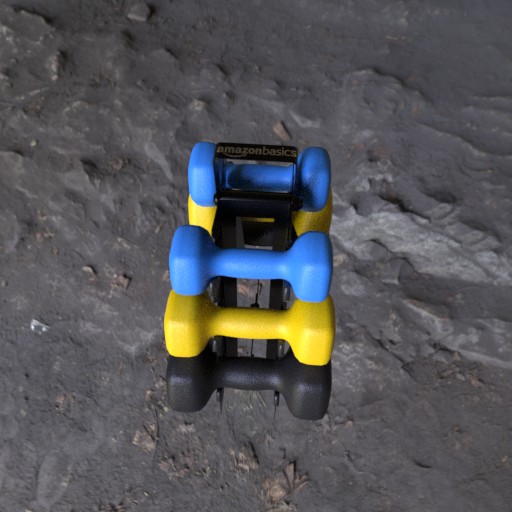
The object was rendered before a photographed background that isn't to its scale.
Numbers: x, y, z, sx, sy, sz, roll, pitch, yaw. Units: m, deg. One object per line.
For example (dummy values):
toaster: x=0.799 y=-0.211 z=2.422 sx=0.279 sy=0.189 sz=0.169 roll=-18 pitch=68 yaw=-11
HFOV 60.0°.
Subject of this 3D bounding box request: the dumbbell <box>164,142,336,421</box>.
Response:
dumbbell: x=0.000 y=0.000 z=0.669 sx=0.255 sy=0.426 sz=0.409 roll=4 pitch=57 yaw=2
